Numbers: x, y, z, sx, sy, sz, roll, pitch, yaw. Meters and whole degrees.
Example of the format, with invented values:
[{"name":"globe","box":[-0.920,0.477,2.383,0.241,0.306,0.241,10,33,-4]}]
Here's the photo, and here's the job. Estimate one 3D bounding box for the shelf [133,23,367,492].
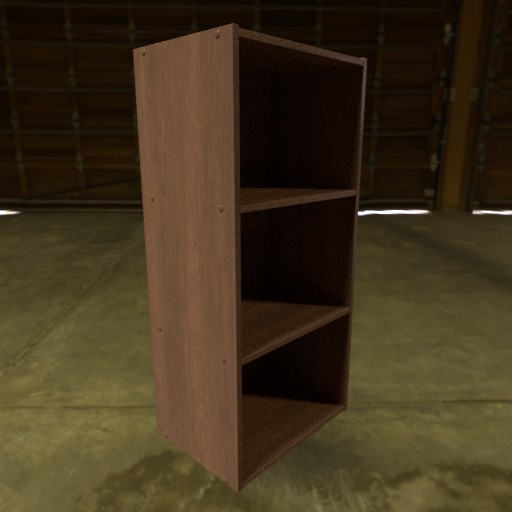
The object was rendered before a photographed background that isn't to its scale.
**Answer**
[{"name":"shelf","box":[0.000,0.000,1.044,0.290,0.879,0.414,13,19,42]}]
